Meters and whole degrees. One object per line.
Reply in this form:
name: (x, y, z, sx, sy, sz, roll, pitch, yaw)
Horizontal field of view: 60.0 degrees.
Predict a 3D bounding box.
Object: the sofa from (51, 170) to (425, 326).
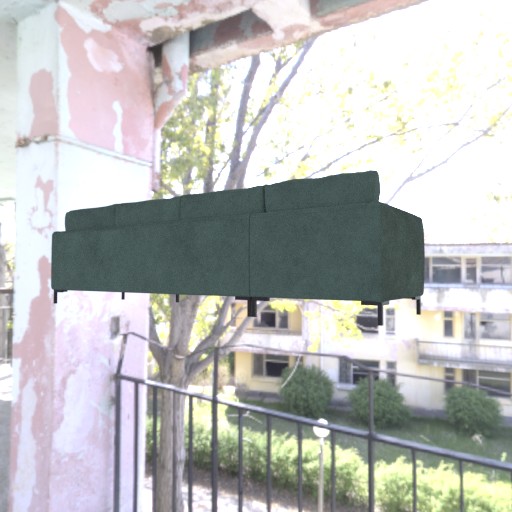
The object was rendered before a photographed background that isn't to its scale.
sofa: (0.000, 0.000, 3.211, 2.486, 0.687, 1.707, -2, -3, 34)
